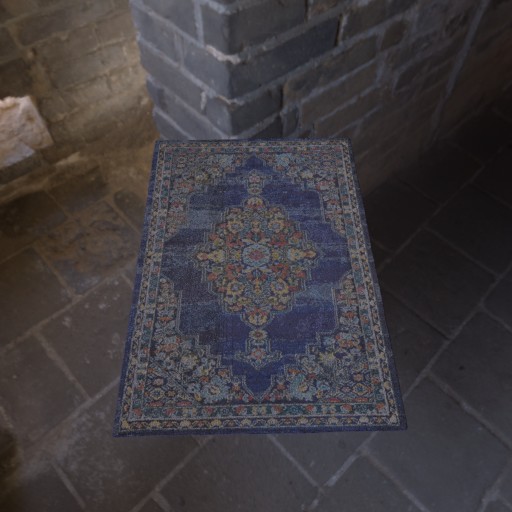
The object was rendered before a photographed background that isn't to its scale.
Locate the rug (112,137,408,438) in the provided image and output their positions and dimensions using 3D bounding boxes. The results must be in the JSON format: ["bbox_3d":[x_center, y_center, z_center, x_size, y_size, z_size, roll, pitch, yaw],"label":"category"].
[{"bbox_3d":[0.000,0.000,3.857,2.053,0.011,2.940,-1,57,-1],"label":"rug"}]
